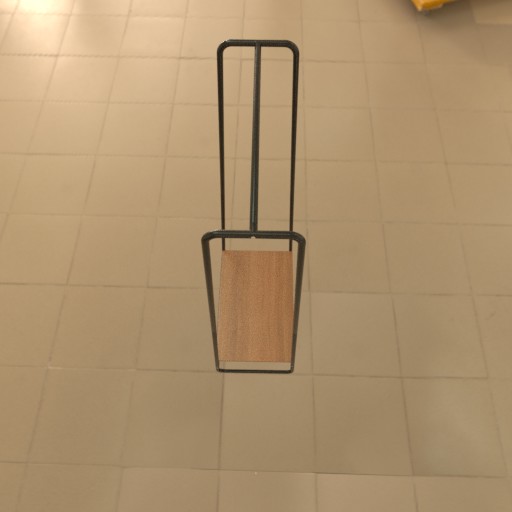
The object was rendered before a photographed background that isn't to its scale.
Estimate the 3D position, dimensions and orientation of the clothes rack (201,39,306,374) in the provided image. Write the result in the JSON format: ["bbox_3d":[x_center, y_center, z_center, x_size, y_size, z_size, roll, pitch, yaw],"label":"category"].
[{"bbox_3d":[0.000,0.000,1.786,0.400,1.500,0.640,1,64,0],"label":"clothes rack"}]
